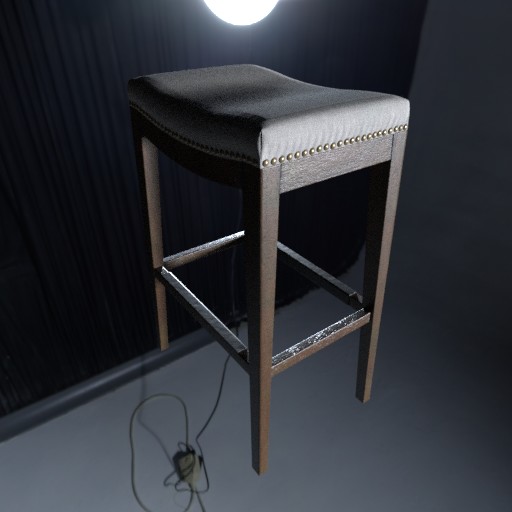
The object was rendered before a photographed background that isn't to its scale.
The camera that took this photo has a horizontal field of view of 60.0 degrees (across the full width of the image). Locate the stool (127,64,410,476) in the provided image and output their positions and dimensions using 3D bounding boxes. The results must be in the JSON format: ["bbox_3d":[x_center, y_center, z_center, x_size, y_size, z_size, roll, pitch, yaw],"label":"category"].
[{"bbox_3d":[0.000,0.000,1.034,0.356,0.762,0.508,-21,37,-30],"label":"stool"}]
